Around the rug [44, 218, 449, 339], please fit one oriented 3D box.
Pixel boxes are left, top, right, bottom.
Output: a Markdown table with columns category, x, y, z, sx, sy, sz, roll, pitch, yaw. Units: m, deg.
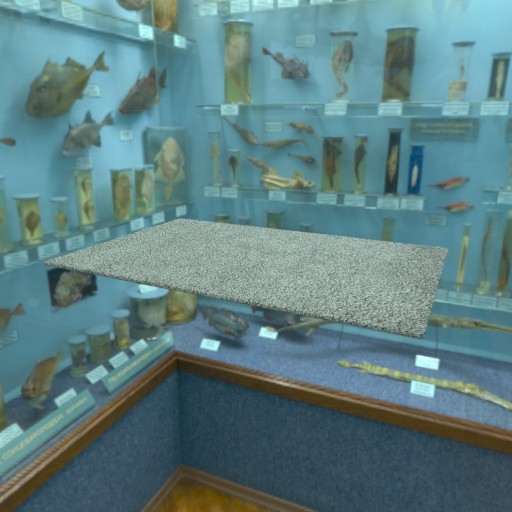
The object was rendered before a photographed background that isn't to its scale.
| category | x | y | z | sx | sy | sz | roll | pitch | yaw |
| --- | --- | --- | --- | --- | --- | --- | --- | --- | --- |
| rug | 0.000 | 0.000 | 3.547 | 2.743 | 0.030 | 1.778 | 8 | 19 | 25 |
